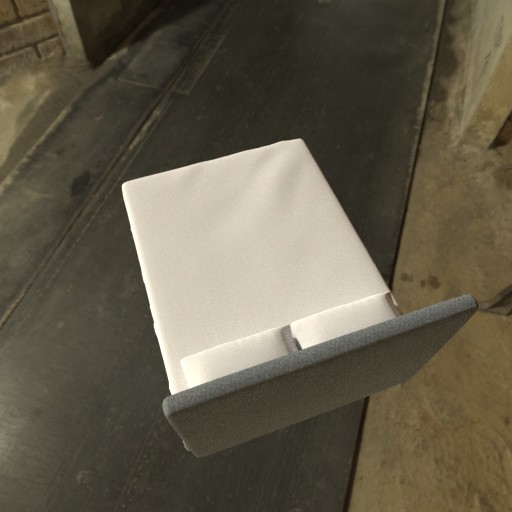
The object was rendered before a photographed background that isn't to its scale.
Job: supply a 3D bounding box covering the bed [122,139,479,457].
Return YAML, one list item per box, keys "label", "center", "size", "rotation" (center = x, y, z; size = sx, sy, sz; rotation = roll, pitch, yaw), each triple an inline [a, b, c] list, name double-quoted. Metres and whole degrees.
- label: "bed"
  center: [0.000, 0.000, 3.176]
  size: [1.723, 1.330, 2.142]
  rotation: [-16, 59, -10]
